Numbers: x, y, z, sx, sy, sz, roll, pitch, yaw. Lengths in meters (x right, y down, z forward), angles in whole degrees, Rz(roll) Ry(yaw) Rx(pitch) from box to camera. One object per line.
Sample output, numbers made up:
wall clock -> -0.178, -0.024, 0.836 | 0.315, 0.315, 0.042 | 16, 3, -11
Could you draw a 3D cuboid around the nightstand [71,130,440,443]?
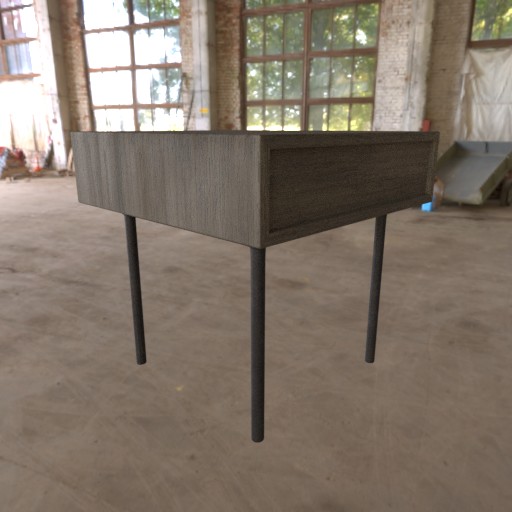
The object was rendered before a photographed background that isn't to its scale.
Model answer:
nightstand -> 0.000, 0.000, 0.918 | 0.503, 0.497, 0.502 | 15, 22, 42
